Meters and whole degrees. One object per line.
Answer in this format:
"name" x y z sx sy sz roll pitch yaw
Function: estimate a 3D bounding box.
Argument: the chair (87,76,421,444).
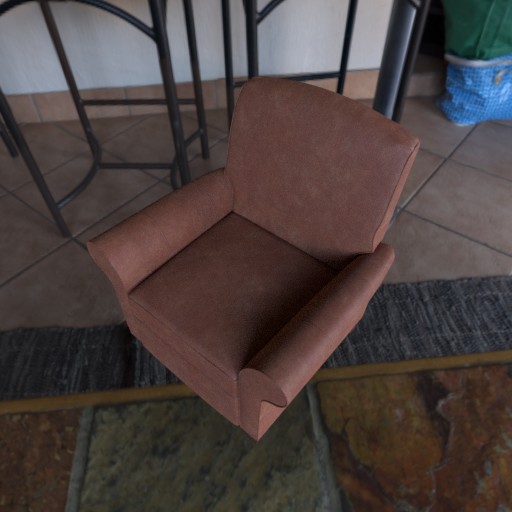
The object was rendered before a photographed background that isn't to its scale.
"chair" 0.000 0.000 1.766 0.978 1.061 0.902 32 54 27
